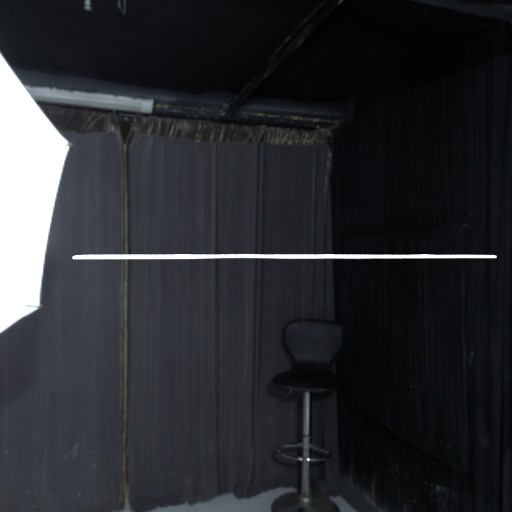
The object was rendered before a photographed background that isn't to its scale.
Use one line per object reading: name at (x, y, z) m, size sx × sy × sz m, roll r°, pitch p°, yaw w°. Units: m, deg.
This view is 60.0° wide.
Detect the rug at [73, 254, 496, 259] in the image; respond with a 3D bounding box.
rug at (0.000, 0.000, 0.873) m, size 0.639 × 0.006 × 0.548 m, roll 0°, pitch 0°, yaw -19°
